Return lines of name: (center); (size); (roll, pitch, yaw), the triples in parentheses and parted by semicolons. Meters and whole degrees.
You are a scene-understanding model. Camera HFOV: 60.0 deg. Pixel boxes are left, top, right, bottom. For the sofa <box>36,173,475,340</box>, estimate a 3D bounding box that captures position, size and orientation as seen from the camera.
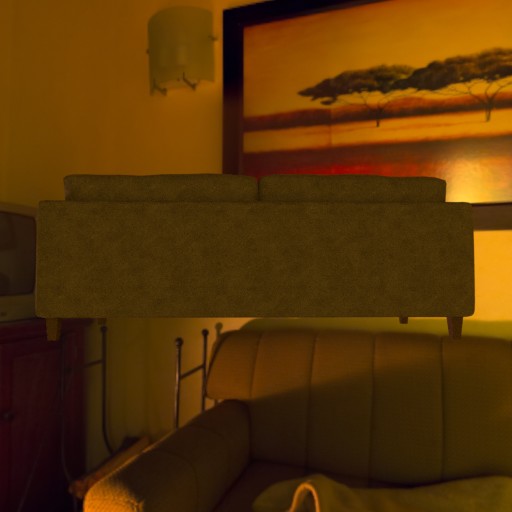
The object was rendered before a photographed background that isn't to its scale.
sofa: (0.000, 0.000, 2.891); (2.434, 0.965, 0.951); (0, -3, -1)
